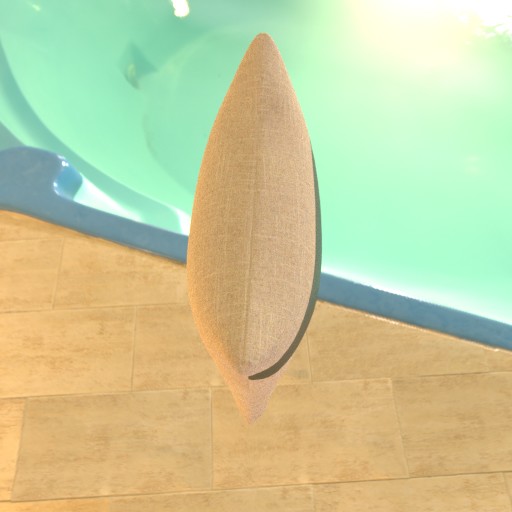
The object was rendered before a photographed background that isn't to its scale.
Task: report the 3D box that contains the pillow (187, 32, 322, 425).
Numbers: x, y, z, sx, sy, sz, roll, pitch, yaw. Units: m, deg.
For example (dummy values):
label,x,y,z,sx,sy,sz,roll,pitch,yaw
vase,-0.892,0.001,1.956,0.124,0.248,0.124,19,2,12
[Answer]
label,x,y,z,sx,sy,sz,roll,pitch,yaw
pillow,0.000,0.000,0.622,0.173,0.399,0.414,2,63,1
